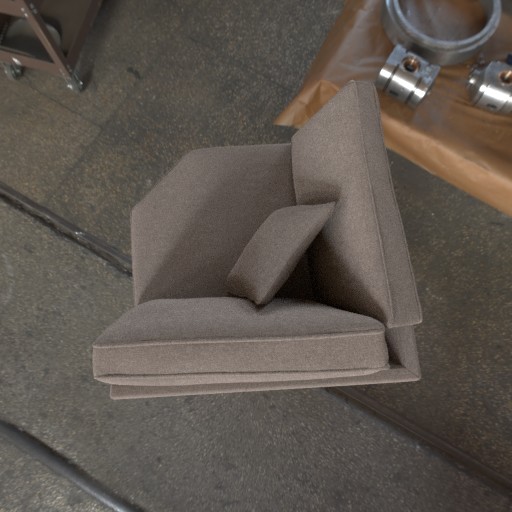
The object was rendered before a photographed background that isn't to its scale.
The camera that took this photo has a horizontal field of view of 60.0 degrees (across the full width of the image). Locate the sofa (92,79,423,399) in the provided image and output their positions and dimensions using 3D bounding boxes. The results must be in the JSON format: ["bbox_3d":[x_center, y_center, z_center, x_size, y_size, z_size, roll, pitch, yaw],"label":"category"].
[{"bbox_3d":[0.000,0.000,1.851,1.042,0.951,1.050,-3,76,-1],"label":"sofa"}]
